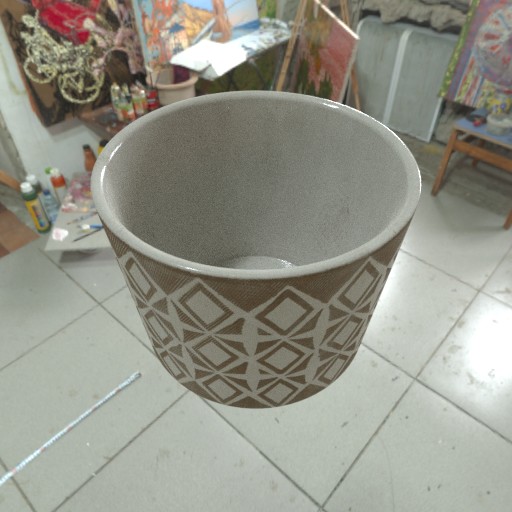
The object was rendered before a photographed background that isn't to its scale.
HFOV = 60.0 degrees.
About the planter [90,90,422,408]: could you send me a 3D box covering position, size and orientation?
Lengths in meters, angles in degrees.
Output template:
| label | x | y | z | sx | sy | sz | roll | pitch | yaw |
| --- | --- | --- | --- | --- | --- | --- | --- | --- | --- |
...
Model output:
| label | x | y | z | sx | sy | sz | roll | pitch | yaw |
| --- | --- | --- | --- | --- | --- | --- | --- | --- | --- |
| planter | 0.000 | 0.000 | 0.436 | 0.260 | 0.220 | 0.260 | 0 | 45 | 0 |
